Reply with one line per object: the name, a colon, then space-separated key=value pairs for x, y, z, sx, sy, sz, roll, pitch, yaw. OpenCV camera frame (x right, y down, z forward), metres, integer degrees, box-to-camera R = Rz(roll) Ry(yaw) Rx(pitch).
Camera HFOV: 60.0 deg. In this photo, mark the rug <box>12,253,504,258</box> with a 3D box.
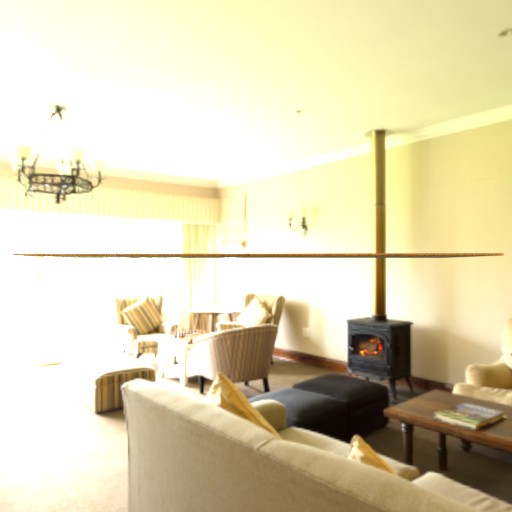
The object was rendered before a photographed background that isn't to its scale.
rug: x=0.000 y=0.000 z=2.589 sx=2.452 sy=0.012 sz=0.775 roll=0 pitch=-1 yaw=2
